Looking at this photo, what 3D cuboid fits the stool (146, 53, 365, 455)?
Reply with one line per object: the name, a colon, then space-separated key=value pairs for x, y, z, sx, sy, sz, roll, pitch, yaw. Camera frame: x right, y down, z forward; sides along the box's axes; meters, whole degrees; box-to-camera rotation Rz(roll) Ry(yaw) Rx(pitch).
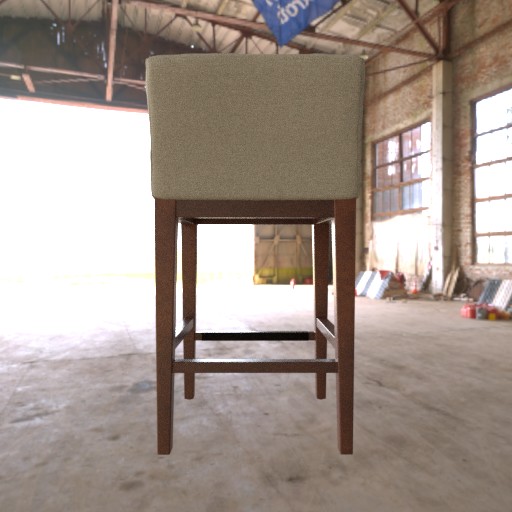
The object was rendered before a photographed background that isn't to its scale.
stool: x=0.000 y=0.000 z=1.238 sx=0.511 sy=0.937 sz=0.500 roll=0 pitch=0 yaw=0
